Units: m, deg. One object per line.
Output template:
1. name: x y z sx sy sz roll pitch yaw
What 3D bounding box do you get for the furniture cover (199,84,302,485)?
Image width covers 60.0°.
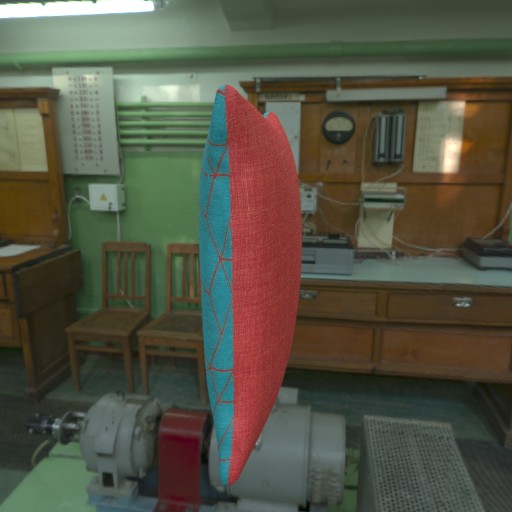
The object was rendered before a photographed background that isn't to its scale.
1. furniture cover: 0.000 0.000 0.771 0.158 0.508 0.517 2 15 7
